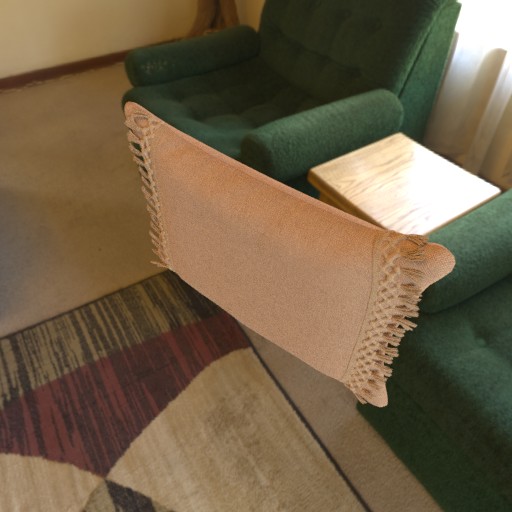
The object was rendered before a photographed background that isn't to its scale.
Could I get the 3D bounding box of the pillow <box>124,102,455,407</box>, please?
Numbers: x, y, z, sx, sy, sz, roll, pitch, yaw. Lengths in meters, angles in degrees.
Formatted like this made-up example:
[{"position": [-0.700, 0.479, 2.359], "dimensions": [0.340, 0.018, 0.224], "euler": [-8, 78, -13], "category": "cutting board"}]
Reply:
[{"position": [0.000, 0.000, 0.604], "dimensions": [0.466, 0.305, 0.084], "euler": [31, 53, 27], "category": "pillow"}]
